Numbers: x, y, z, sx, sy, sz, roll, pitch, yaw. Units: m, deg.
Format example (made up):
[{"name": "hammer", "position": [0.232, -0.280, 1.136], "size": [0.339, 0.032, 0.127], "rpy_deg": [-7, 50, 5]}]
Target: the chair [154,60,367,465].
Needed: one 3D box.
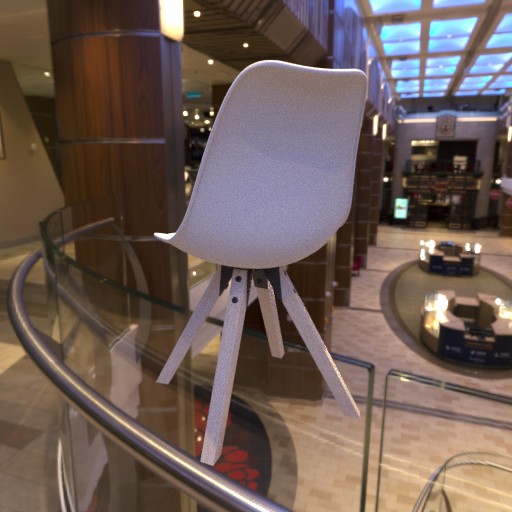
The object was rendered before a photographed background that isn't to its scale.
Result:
[{"name": "chair", "position": [0.000, 0.000, 1.165], "size": [0.485, 0.850, 0.550], "rpy_deg": [-6, 14, -26]}]
